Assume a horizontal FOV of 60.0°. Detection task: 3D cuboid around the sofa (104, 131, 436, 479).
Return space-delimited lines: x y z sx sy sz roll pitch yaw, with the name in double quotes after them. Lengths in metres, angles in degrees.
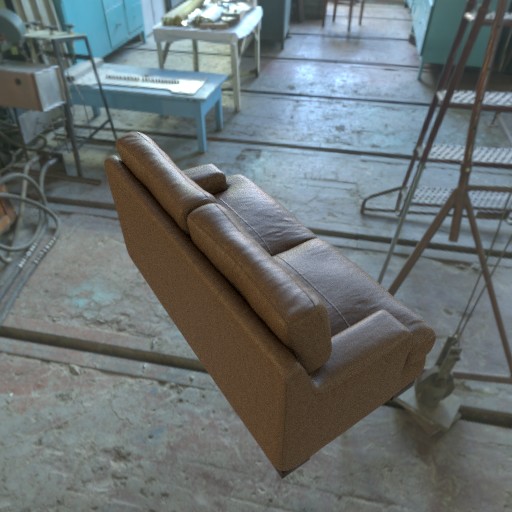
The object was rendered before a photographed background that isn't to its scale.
0.000 0.000 2.455 0.962 0.980 1.855 -24 46 -25 "sofa"
